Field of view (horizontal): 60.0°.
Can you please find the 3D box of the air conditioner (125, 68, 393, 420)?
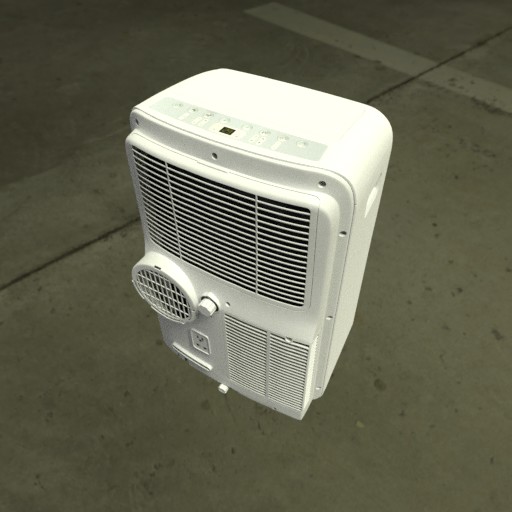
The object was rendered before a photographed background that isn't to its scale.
[{"bbox_3d":[0.000,0.000,0.970,0.454,0.700,0.365,23,51,20],"label":"air conditioner"}]
